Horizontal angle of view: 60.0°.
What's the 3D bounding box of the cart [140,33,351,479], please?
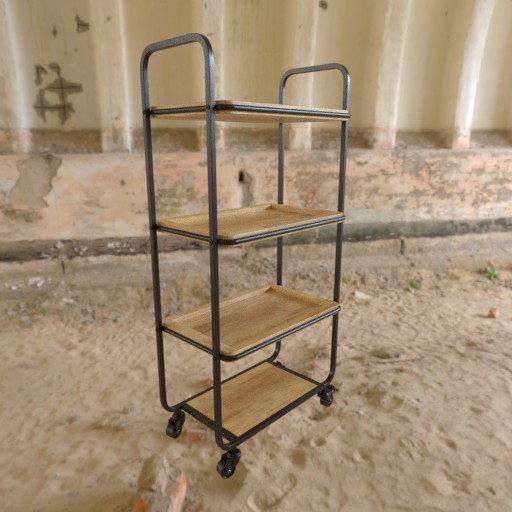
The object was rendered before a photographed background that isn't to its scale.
[{"bbox_3d":[0.000,0.000,1.290,0.321,1.080,0.545,14,20,42],"label":"cart"}]
